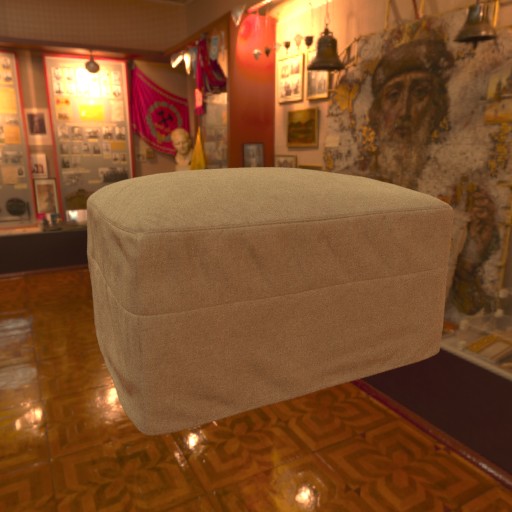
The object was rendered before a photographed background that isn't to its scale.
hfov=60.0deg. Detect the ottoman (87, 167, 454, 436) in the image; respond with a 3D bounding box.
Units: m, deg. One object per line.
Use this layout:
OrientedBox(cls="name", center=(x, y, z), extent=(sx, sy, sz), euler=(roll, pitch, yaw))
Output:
OrientedBox(cls="ottoman", center=(0.000, 0.000, 1.231), extent=(0.837, 0.481, 0.683), euler=(-7, 15, -26))
